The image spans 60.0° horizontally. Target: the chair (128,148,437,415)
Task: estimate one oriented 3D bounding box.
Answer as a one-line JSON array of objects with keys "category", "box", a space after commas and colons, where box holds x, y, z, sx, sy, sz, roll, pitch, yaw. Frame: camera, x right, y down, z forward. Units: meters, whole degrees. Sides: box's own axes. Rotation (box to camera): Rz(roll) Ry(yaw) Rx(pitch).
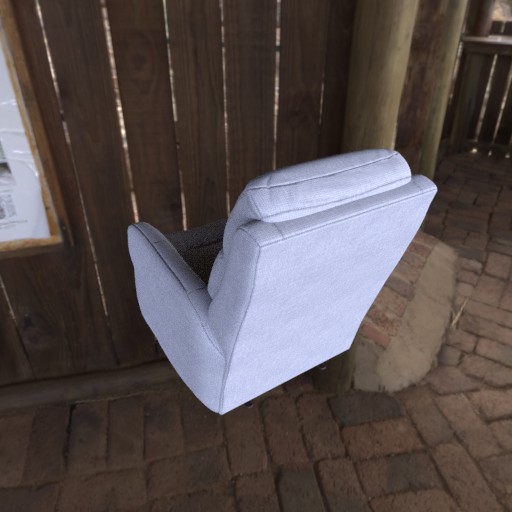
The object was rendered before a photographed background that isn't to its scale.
[{"category": "chair", "box": [0.000, 0.000, 1.816, 0.829, 1.030, 1.080, -19, 35, -28]}]
